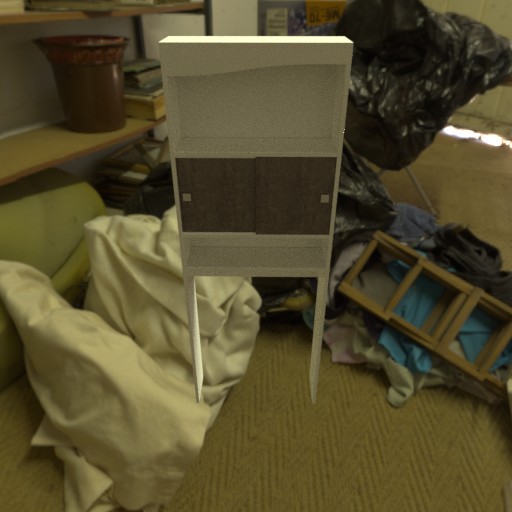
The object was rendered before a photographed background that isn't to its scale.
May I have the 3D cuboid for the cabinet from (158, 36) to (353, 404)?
[{"bbox_3d":[0.000,0.000,2.005,0.643,1.770,0.192,0,32,1],"label":"cabinet"}]
